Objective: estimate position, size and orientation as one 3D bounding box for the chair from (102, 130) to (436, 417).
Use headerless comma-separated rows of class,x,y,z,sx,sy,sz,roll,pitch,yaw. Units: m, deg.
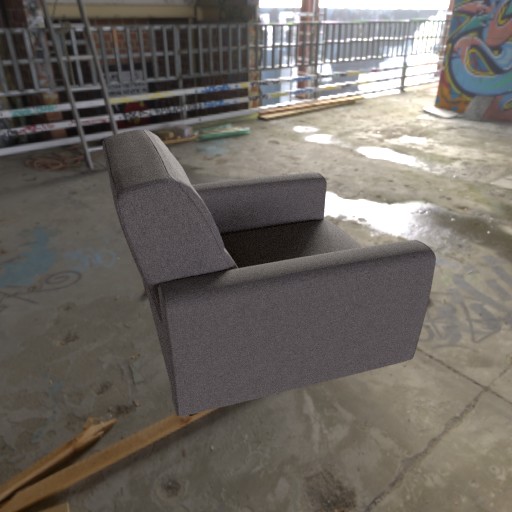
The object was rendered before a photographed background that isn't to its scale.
chair,0.000,0.000,1.583,0.907,0.839,0.831,-10,31,-17
